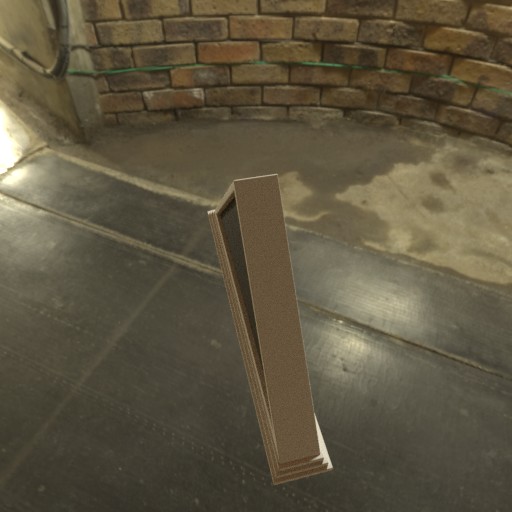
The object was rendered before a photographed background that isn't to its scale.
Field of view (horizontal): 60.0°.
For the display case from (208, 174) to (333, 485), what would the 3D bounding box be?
[{"bbox_3d":[0.000,0.000,0.774,0.095,0.340,0.640,-10,48,-9],"label":"display case"}]
